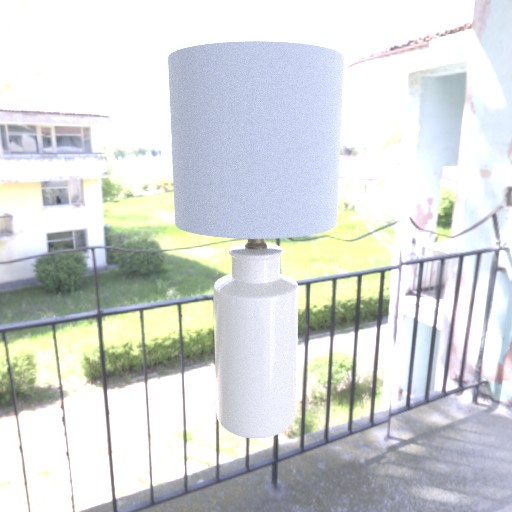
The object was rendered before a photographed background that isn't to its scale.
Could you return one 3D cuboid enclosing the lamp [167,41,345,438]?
[{"bbox_3d":[0.000,0.000,0.601,0.212,0.493,0.212,-7,16,-26],"label":"lamp"}]
